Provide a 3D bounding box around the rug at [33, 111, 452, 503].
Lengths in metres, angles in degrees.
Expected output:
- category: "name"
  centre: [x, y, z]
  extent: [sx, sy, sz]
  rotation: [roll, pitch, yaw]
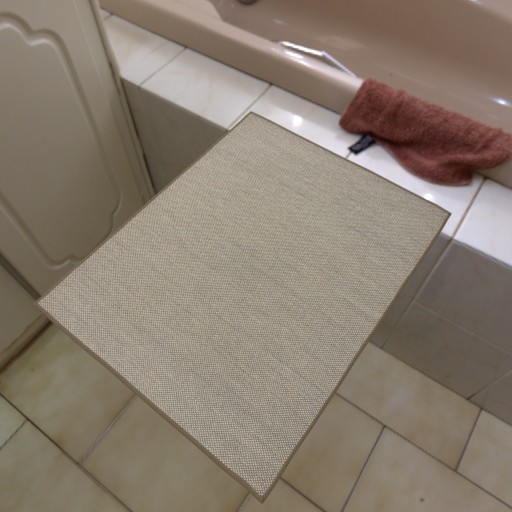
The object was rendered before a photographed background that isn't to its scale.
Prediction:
- category: "rug"
  centre: [0.000, 0.000, 3.955]
  extent: [2.413, 0.020, 3.041]
  rotation: [33, 63, 19]
